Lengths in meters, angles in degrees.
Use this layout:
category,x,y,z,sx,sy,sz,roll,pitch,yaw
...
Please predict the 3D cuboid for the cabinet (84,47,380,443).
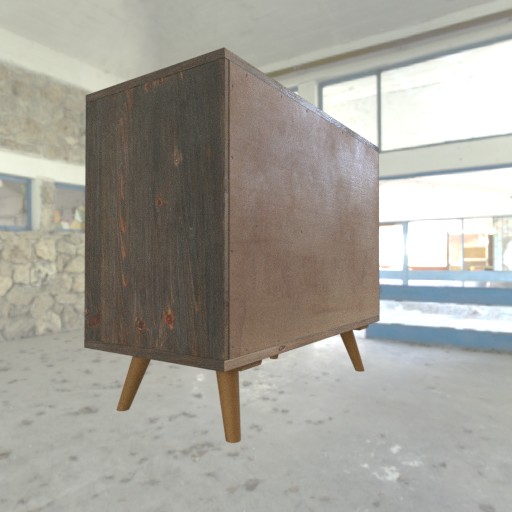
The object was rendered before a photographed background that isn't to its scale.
category,x,y,z,sx,sy,sz,roll,pitch,yaw
cabinet,0.000,0.000,1.533,0.529,0.897,1.023,-1,-1,34
